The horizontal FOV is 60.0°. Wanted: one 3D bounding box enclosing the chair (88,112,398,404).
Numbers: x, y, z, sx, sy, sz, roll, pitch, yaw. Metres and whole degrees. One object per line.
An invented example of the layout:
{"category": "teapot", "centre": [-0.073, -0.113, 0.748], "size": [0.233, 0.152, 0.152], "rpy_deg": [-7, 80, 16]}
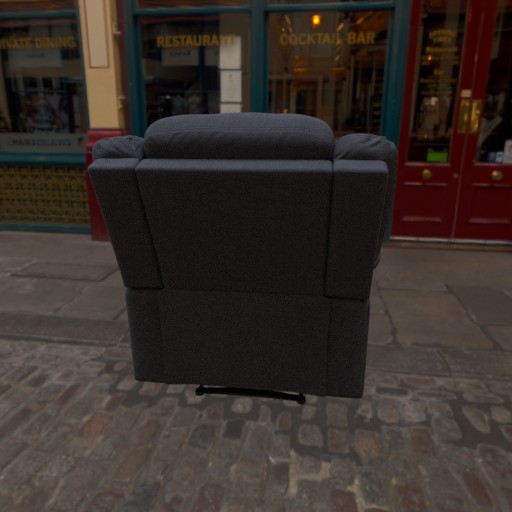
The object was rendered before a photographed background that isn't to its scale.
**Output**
{"category": "chair", "centre": [0.000, 0.000, 1.683], "size": [0.899, 1.008, 0.944], "rpy_deg": [2, 15, 8]}
